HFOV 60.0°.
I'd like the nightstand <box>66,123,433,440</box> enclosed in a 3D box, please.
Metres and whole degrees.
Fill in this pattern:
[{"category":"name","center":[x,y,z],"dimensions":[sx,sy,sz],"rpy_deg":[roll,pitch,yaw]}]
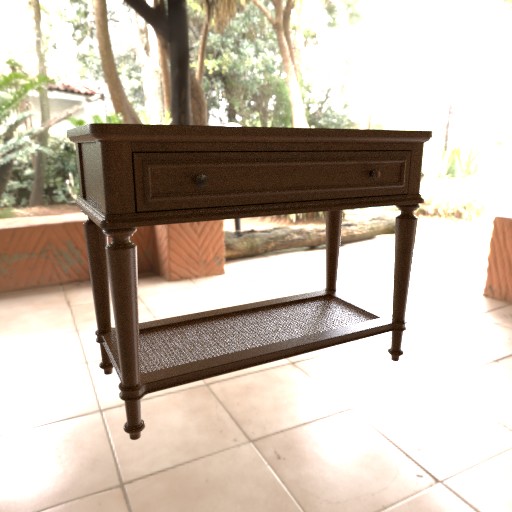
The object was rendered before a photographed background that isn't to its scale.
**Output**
[{"category":"nightstand","center":[0.000,0.000,1.285],"dimensions":[0.914,0.700,0.432],"rpy_deg":[-7,16,-27]}]
